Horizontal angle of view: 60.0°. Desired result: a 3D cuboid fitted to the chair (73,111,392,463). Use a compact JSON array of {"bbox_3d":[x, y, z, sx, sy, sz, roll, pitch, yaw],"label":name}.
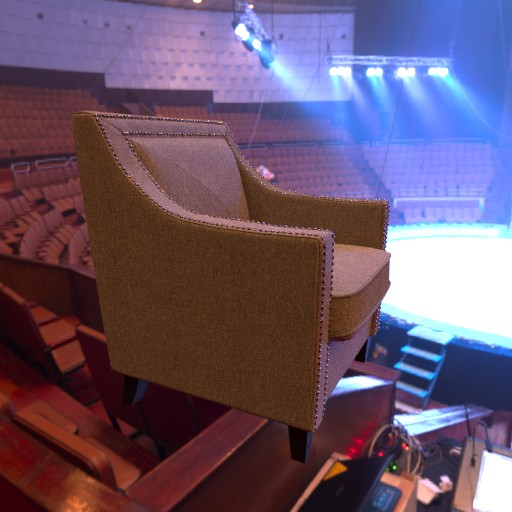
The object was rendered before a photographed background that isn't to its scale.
[{"bbox_3d":[0.000,0.000,1.575,0.884,0.967,0.776,7,16,27],"label":"chair"}]
